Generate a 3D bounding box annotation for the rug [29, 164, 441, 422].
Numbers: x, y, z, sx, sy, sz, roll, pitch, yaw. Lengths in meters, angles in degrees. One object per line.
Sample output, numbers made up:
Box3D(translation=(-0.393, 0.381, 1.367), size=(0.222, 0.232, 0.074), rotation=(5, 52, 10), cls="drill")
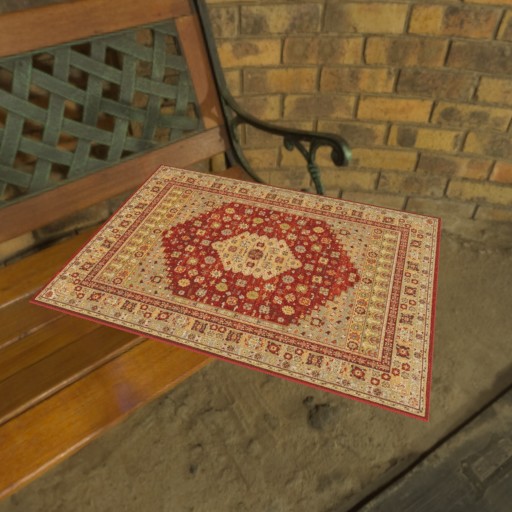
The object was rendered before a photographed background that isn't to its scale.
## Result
Box3D(translation=(0.000, 0.000, 2.835), size=(2.211, 0.013, 1.593), rotation=(13, 44, 14), cls="rug")
